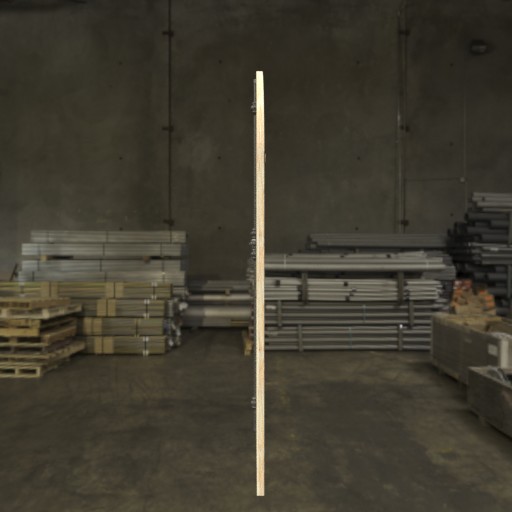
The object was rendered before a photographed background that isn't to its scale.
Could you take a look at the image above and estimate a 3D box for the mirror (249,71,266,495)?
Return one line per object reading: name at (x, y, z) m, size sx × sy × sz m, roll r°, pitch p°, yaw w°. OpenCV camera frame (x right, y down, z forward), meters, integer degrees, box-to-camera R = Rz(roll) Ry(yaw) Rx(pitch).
mirror at (0.000, 0.000, 1.152) m, size 0.032 × 0.915 × 0.609 m, roll 0°, pitch 0°, yaw 0°
